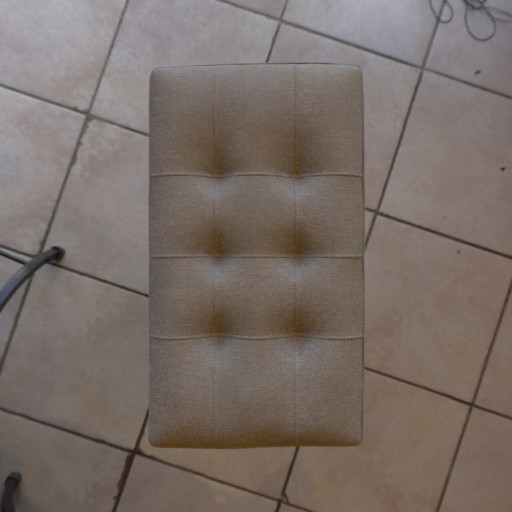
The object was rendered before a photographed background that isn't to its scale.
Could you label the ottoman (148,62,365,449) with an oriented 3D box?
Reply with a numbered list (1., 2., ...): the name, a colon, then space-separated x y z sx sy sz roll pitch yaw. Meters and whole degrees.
1. ottoman: 0.000 0.000 1.491 0.648 0.514 1.143 0 90 0
